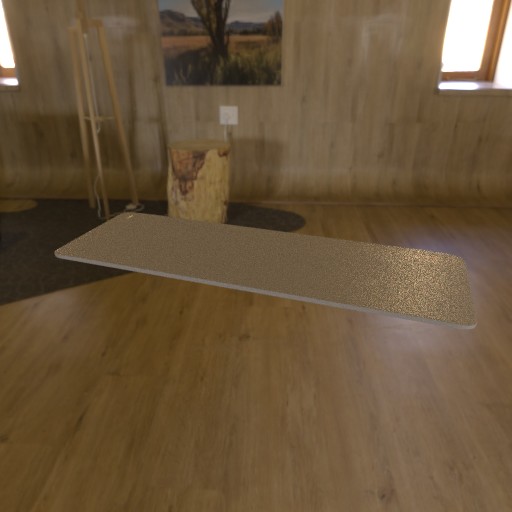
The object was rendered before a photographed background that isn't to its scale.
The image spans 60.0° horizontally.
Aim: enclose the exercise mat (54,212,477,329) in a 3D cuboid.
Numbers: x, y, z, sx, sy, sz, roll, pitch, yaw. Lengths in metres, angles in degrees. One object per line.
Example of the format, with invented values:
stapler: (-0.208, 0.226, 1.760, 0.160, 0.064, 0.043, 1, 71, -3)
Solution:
exercise mat: (0.000, 0.000, 2.109, 1.884, 0.021, 0.616, 9, 27, 17)
